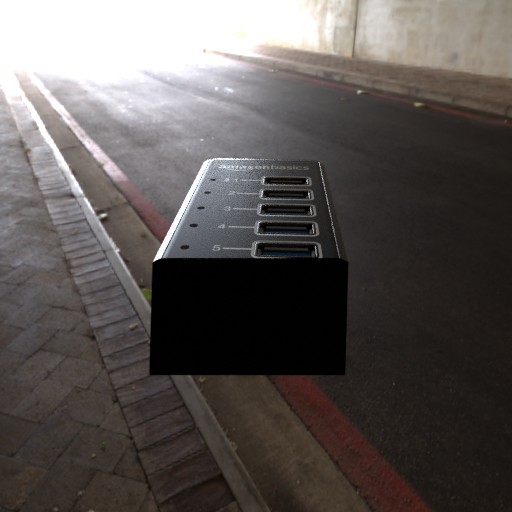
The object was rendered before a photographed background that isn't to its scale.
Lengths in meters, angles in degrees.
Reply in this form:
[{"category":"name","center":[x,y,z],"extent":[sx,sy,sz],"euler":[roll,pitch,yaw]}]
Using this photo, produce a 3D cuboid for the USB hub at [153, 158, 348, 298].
[{"category":"USB hub","center":[0.000,0.000,0.124],"extent":[0.044,0.023,0.110],"euler":[2,29,3]}]
